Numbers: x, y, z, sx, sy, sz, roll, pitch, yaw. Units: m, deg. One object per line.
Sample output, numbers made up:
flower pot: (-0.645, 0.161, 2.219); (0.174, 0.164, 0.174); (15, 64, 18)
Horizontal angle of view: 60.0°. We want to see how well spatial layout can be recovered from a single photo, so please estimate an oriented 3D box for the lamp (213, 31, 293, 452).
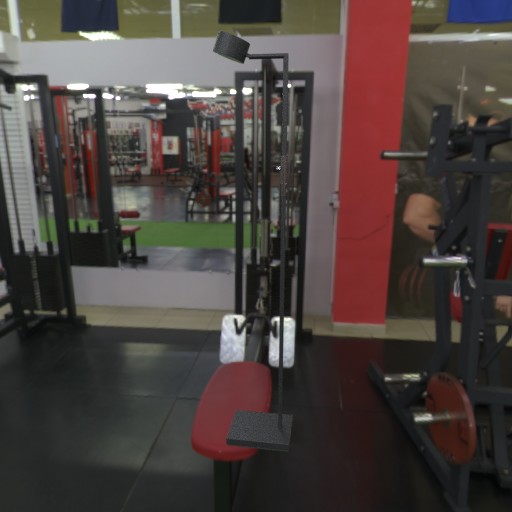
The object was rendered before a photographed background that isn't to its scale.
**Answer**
lamp: (0.000, 0.000, 1.727); (0.304, 1.600, 0.203); (2, 15, 9)
